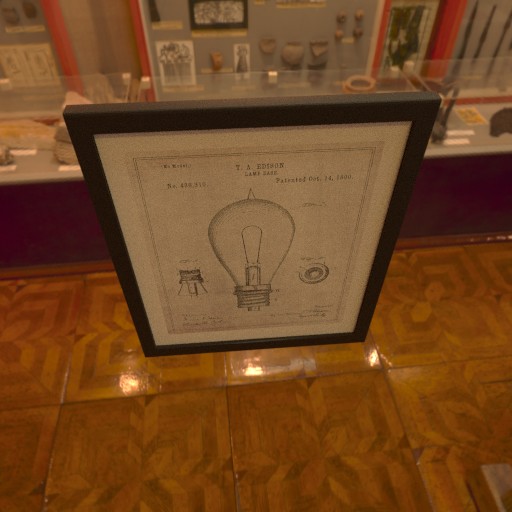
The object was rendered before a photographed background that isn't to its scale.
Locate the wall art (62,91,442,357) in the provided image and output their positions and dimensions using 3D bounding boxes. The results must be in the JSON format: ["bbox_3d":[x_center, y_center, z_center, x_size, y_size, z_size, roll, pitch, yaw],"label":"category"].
[{"bbox_3d":[0.000,0.000,0.690,0.430,0.509,0.021,-3,46,-3],"label":"wall art"}]
